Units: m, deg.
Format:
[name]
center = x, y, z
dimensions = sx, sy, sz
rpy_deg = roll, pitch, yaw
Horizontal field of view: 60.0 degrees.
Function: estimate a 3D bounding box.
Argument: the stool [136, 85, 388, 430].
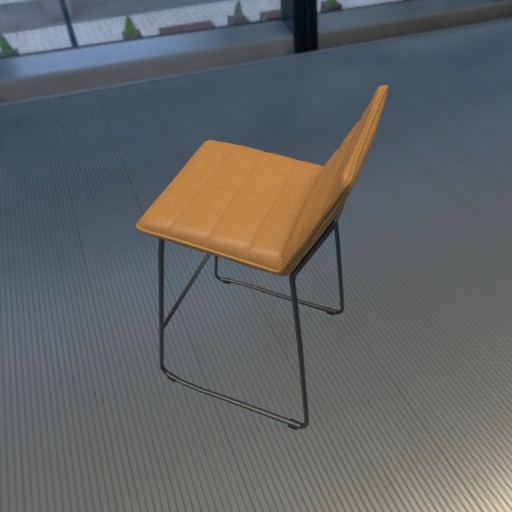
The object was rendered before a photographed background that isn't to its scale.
[stool]
center = 0.000, 0.000, 1.256
dimensions = 0.524, 0.936, 0.489
rpy_deg = 16, 49, 14
